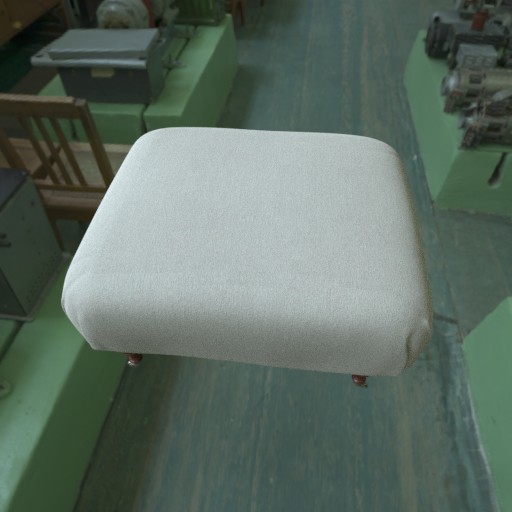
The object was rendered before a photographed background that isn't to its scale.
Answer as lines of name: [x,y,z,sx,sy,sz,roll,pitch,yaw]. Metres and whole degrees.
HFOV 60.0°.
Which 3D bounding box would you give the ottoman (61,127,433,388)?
ottoman: [0.000,0.000,1.133,0.746,0.450,0.639,4,47,4]
